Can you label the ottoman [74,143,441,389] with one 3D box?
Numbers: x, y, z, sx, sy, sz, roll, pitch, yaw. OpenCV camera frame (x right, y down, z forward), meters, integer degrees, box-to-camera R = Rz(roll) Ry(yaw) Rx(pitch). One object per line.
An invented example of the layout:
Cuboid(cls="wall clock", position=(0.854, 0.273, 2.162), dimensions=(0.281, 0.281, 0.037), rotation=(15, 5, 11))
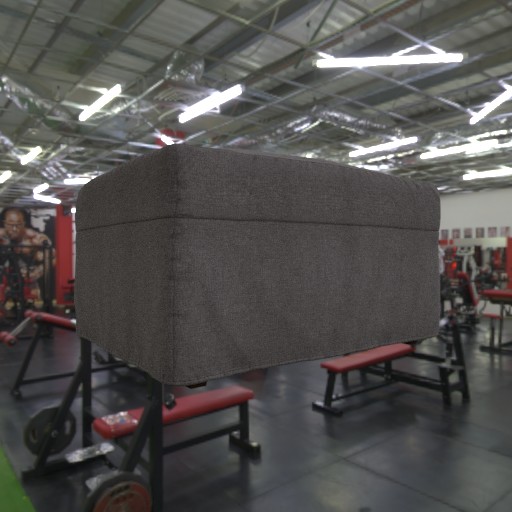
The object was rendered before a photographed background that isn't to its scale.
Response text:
Cuboid(cls="ottoman", position=(0.000, 0.000, 1.250), dimensions=(0.833, 0.492, 0.652), rotation=(0, 0, -36))
